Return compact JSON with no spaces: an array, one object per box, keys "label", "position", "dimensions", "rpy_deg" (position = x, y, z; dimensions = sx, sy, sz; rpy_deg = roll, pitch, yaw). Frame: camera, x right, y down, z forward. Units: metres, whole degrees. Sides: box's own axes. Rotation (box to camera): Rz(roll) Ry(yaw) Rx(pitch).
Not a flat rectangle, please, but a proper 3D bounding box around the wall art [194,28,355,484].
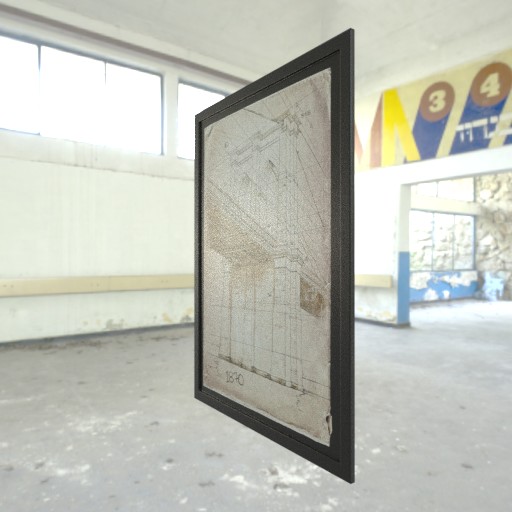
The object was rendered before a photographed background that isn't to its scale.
[{"label":"wall art","position":[0.000,0.000,1.231],"dimensions":[0.013,0.967,0.707],"rpy_deg":[0,0,-36]}]
